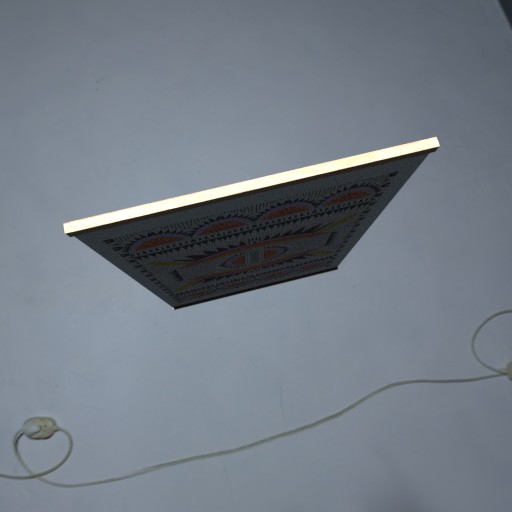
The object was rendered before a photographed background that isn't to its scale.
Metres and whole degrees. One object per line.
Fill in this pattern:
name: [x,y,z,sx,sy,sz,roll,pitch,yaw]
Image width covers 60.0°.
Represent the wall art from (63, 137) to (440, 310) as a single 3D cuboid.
wall art: [0.000,0.000,1.893,0.999,1.533,0.028,-14,76,-3]
